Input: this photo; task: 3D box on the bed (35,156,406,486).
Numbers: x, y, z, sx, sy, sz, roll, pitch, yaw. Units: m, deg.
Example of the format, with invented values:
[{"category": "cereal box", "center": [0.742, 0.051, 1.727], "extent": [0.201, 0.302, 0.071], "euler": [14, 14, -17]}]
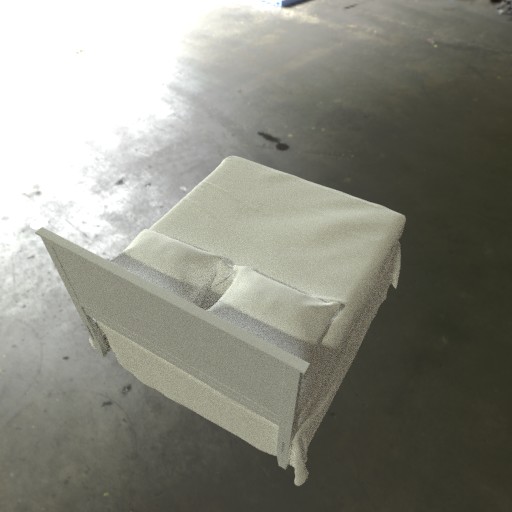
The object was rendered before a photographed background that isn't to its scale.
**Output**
[{"category": "bed", "center": [0.000, 0.000, 3.172], "extent": [1.876, 1.269, 2.047], "euler": [24, 51, 21]}]
